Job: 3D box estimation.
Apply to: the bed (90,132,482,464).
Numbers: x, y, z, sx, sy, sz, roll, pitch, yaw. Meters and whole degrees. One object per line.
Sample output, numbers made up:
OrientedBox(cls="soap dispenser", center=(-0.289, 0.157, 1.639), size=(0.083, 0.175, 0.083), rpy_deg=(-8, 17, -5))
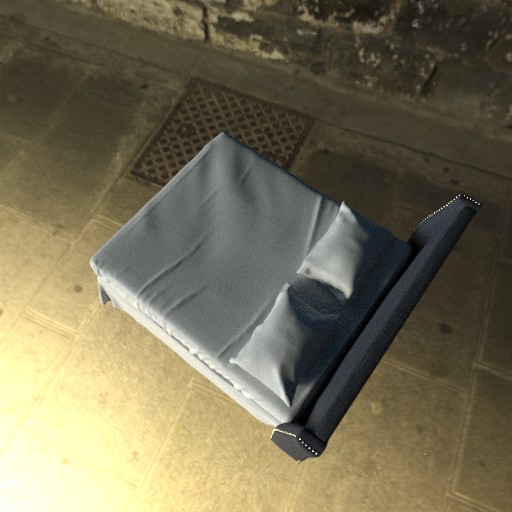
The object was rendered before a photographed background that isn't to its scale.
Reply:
OrientedBox(cls="bed", center=(0.000, 0.000, 3.415), size=(2.276, 1.332, 1.925), rpy_deg=(35, 69, 16))
